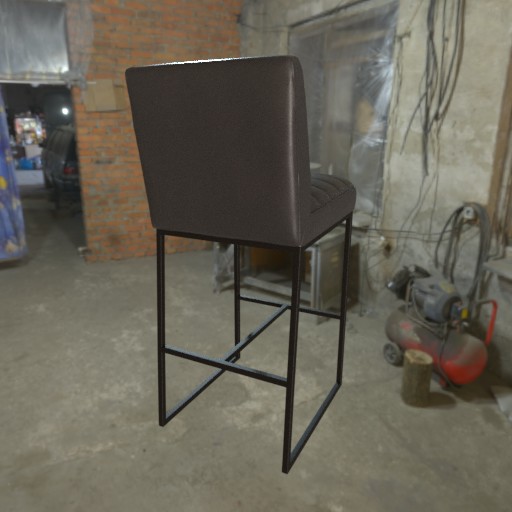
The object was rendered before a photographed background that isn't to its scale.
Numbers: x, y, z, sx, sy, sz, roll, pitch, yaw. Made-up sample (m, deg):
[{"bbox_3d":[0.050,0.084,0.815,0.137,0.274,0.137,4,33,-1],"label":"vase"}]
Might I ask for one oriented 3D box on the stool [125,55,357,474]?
[{"bbox_3d":[0.000,0.000,1.340,0.457,1.040,0.552,8,18,26],"label":"stool"}]
